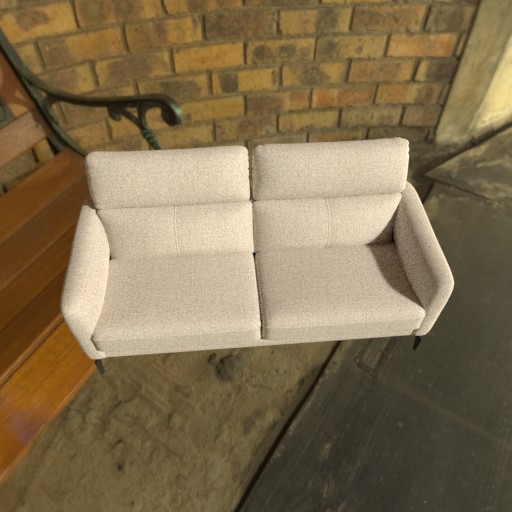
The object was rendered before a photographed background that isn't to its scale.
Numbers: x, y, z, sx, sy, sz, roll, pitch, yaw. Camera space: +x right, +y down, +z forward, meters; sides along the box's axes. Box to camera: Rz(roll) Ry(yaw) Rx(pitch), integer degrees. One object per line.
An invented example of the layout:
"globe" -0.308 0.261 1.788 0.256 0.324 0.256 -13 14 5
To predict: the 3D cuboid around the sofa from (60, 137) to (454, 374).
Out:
"sofa" 0.000 0.000 2.510 2.015 0.956 0.856 -4 48 -3
